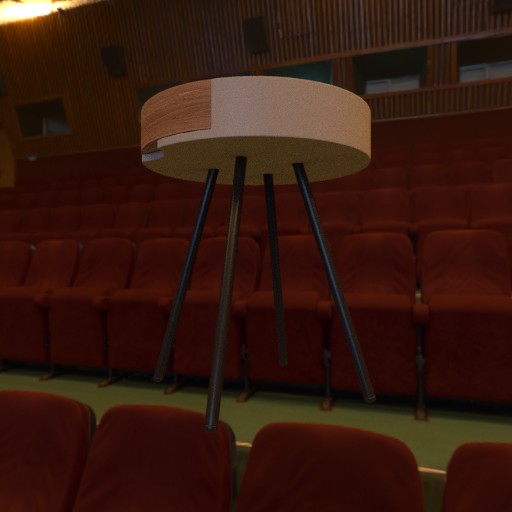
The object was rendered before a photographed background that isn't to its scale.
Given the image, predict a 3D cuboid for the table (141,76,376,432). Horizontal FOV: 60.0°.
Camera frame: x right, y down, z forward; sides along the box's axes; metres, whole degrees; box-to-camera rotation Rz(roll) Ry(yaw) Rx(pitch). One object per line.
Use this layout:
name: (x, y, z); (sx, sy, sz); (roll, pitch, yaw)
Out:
table: (0.000, 0.000, 0.863); (0.450, 0.525, 0.450); (0, 0, 0)
